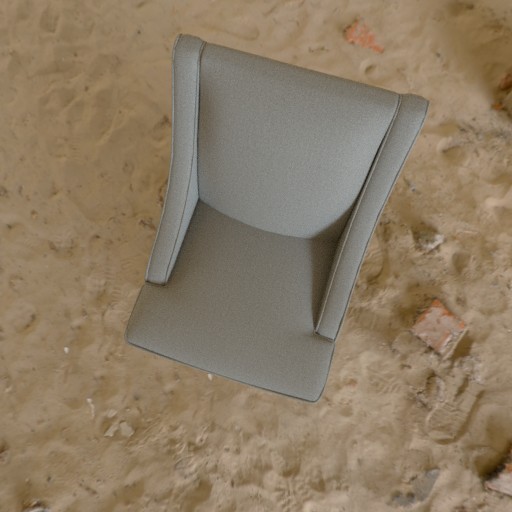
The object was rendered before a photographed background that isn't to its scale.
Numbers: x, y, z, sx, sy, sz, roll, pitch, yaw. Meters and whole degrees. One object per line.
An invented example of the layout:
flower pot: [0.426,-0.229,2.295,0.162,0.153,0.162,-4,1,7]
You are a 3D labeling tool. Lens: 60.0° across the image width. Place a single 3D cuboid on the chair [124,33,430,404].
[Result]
chair: [0.000,0.000,1.338,0.610,0.864,0.737,17,76,4]
